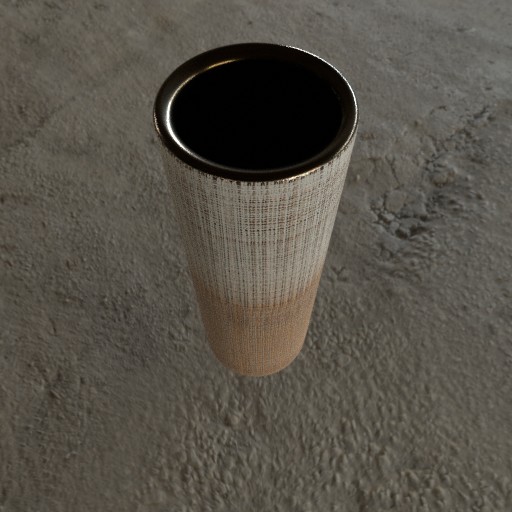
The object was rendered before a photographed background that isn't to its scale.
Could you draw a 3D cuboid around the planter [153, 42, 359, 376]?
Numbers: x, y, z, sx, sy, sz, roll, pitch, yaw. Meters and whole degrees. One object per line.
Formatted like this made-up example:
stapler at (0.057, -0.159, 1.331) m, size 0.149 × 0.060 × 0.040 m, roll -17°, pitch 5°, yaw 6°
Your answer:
planter at (0.000, 0.000, 0.328) m, size 0.099 × 0.278 × 0.099 m, roll 30°, pitch 63°, yaw 17°
